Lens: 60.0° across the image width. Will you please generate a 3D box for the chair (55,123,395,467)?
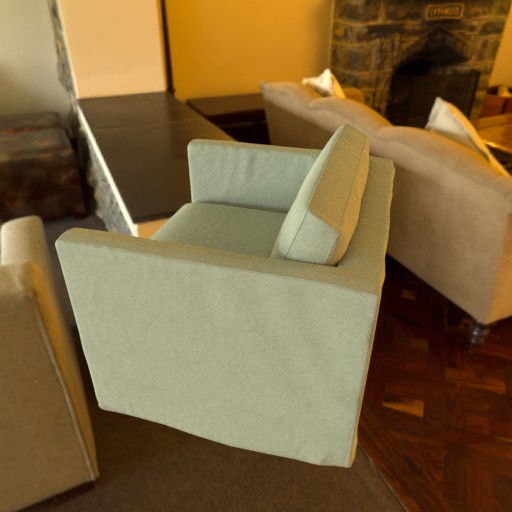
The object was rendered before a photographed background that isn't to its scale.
[{"bbox_3d":[0.000,0.000,1.714,0.949,0.863,1.057,9,33,14],"label":"chair"}]
